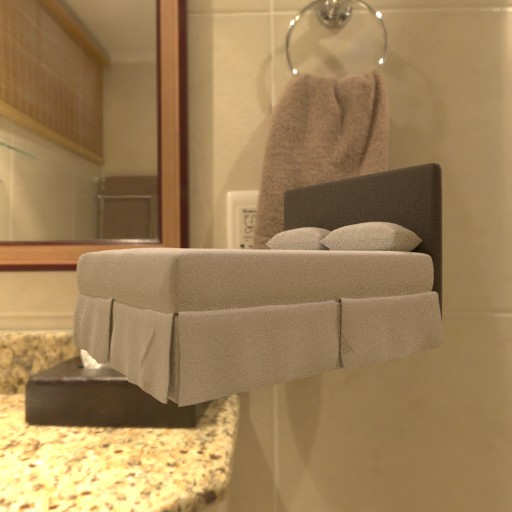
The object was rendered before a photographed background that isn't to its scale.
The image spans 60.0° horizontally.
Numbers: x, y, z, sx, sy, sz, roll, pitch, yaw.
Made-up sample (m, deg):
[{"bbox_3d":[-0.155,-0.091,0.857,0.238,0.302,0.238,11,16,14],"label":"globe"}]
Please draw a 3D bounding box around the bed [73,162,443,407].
[{"bbox_3d":[0.000,0.000,3.144,2.142,1.330,1.723,0,0,-36],"label":"bed"}]
